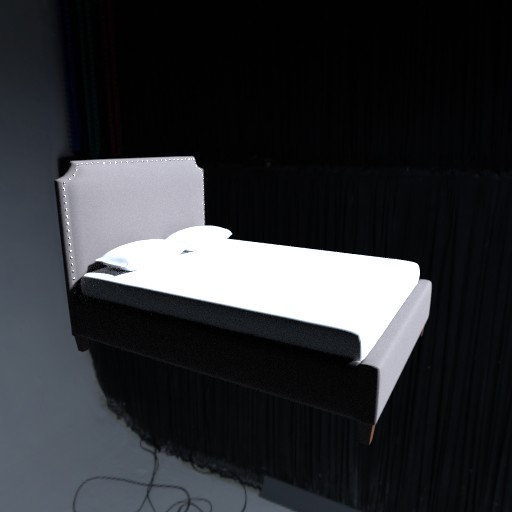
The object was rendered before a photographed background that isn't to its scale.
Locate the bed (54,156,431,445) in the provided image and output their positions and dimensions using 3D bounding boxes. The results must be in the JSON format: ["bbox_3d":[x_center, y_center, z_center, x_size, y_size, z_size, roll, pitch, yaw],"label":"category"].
[{"bbox_3d":[0.000,0.000,3.422,2.372,1.443,1.713,8,16,28],"label":"bed"}]
